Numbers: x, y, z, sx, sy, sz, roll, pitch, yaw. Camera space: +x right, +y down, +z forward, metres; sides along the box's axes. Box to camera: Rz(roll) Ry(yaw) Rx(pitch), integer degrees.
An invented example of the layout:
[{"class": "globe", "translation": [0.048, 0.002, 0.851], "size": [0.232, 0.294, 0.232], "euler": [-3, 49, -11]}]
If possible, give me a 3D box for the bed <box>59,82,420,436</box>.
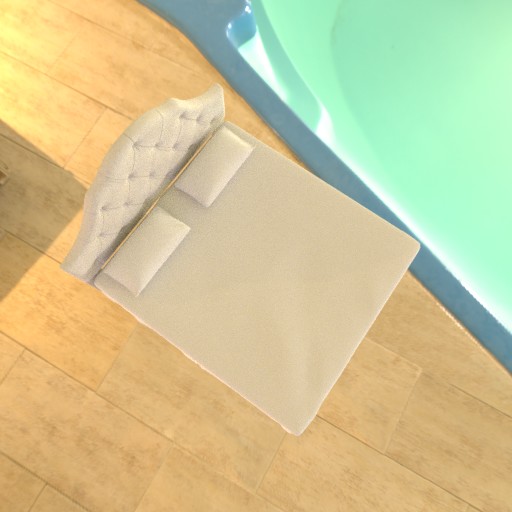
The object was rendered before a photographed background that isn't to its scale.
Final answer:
[{"class": "bed", "translation": [0.000, 0.000, 3.583], "size": [2.214, 1.615, 2.008], "euler": [34, 78, 9]}]
